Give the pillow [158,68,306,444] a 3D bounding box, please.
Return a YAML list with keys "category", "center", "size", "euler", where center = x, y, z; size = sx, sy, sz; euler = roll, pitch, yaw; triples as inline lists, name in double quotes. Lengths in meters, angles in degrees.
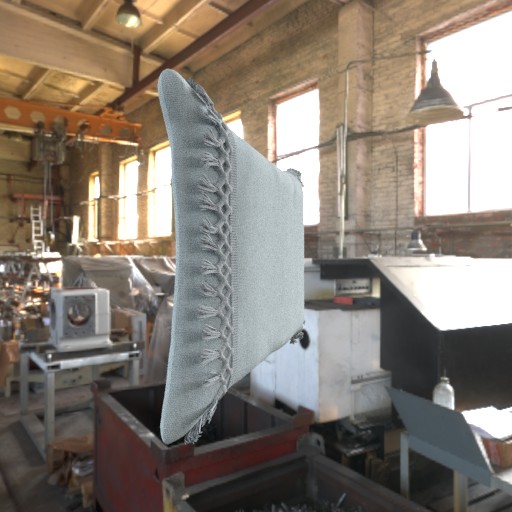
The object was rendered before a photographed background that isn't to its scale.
- category: "pillow"
  center: [0.000, 0.000, 0.567]
  size: [0.084, 0.305, 0.466]
  euler: [0, 0, 18]
